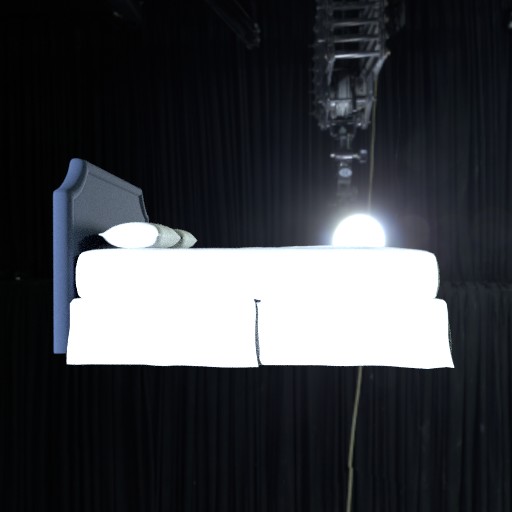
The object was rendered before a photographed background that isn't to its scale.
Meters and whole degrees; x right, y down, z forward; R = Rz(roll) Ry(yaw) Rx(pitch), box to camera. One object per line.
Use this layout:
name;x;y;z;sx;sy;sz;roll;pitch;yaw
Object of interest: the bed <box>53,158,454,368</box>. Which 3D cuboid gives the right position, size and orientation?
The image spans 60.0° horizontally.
bed;0.000;0.000;4.124;2.773;1.488;2.350;0;1;1
